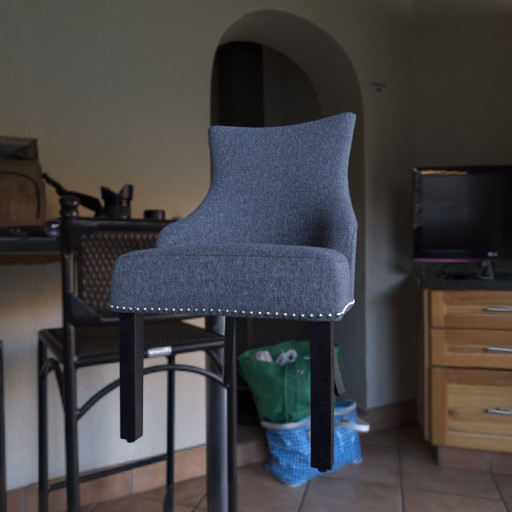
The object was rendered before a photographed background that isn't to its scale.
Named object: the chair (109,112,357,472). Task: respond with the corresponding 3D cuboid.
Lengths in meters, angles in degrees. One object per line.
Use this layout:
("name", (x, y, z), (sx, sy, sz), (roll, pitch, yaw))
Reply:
("chair", (0.000, 0.000, 1.255), (0.566, 0.909, 0.629), (0, 0, 18))
